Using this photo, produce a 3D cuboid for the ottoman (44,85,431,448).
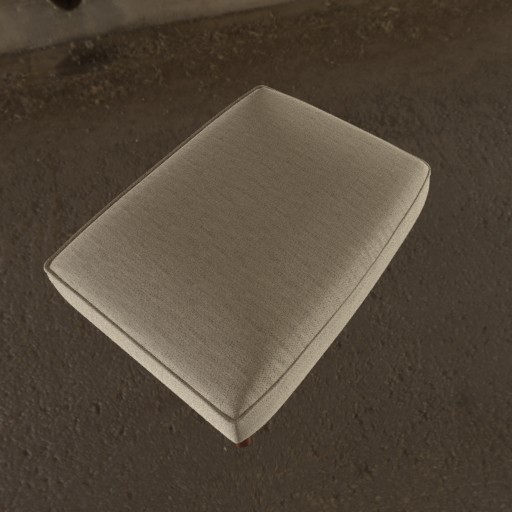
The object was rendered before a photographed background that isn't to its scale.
[{"bbox_3d":[0.000,0.000,1.161,0.594,0.465,0.794,33,64,19],"label":"ottoman"}]
